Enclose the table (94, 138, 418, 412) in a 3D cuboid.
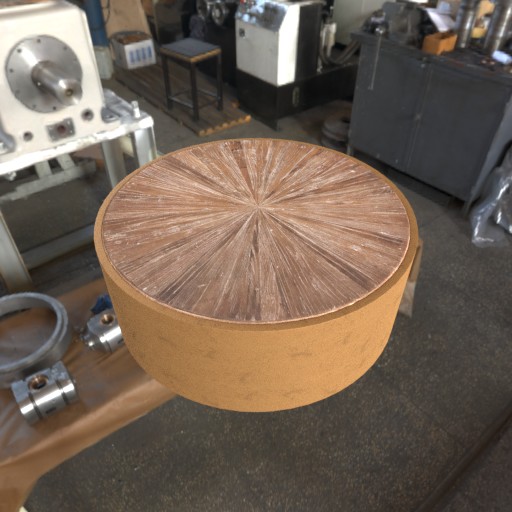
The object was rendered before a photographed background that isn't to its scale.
[{"bbox_3d":[0.000,0.000,1.548,1.001,0.409,1.001,0,41,0],"label":"table"}]
